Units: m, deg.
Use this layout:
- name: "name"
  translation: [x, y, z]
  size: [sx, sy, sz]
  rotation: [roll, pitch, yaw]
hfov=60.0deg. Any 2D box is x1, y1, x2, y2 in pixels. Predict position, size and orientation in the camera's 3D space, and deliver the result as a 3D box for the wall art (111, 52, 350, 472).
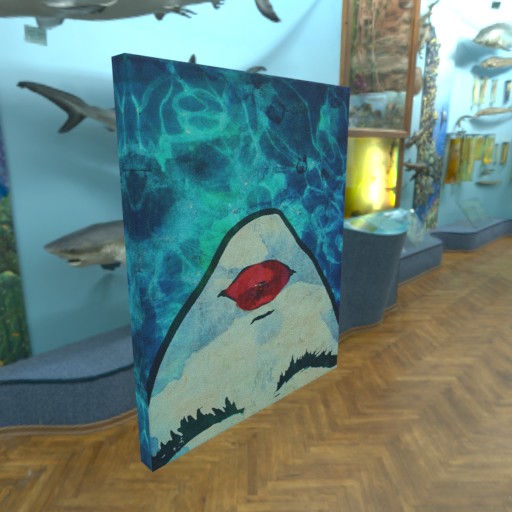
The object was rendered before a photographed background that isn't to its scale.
- name: "wall art"
  translation: [0.000, 0.000, 0.832]
  size: [0.508, 0.635, 0.038]
  rotation: [-13, 19, -43]
